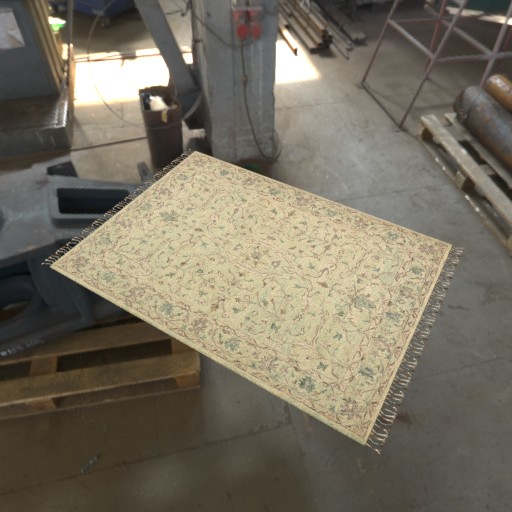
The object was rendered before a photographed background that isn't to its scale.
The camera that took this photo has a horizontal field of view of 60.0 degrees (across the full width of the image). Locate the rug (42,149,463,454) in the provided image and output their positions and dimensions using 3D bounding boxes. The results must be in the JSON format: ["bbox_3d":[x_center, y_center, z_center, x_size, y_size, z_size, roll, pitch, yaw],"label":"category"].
[{"bbox_3d":[0.000,0.000,2.284,1.802,0.008,1.247,24,51,21],"label":"rug"}]
